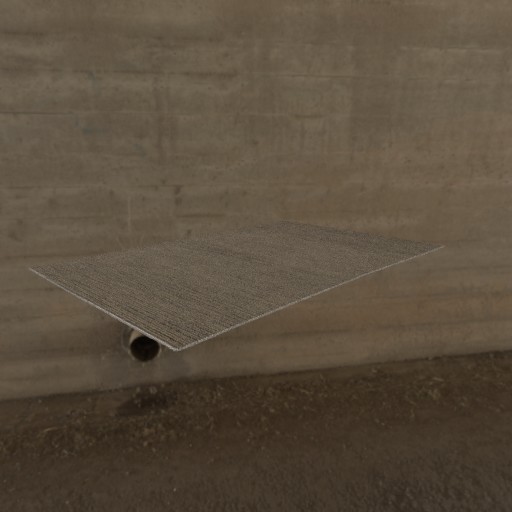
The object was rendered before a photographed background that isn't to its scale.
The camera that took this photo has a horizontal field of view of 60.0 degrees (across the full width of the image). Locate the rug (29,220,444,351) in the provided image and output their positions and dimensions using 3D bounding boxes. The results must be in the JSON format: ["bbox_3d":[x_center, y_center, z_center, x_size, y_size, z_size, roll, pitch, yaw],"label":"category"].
[{"bbox_3d":[0.000,0.000,2.216,1.773,0.021,1.149,-14,20,-43],"label":"rug"}]
